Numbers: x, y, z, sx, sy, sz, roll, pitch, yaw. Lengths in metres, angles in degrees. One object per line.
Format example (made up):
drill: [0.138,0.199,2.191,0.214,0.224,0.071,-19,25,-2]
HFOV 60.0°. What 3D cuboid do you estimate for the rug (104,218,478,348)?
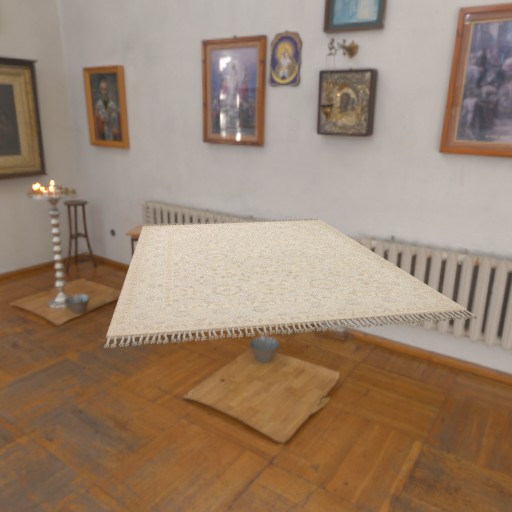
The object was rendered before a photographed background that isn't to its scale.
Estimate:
rug: [0.000,0.000,2.240,1.223,0.015,1.771,-3,16,-10]
